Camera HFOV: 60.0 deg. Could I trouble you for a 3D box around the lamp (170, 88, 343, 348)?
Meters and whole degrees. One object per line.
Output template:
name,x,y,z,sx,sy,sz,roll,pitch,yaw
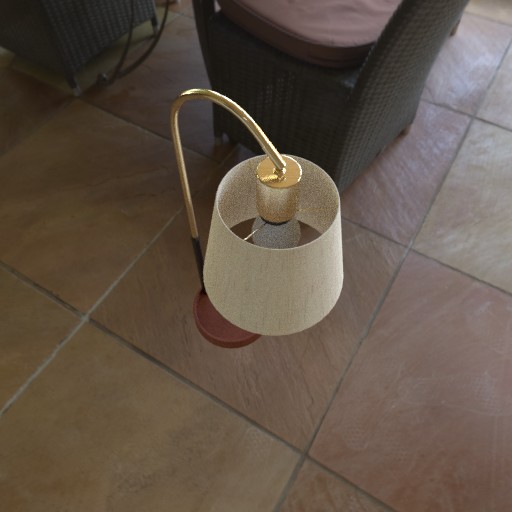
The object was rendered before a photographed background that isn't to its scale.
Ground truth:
lamp,0.000,0.000,0.669,0.273,0.536,0.211,30,62,18
